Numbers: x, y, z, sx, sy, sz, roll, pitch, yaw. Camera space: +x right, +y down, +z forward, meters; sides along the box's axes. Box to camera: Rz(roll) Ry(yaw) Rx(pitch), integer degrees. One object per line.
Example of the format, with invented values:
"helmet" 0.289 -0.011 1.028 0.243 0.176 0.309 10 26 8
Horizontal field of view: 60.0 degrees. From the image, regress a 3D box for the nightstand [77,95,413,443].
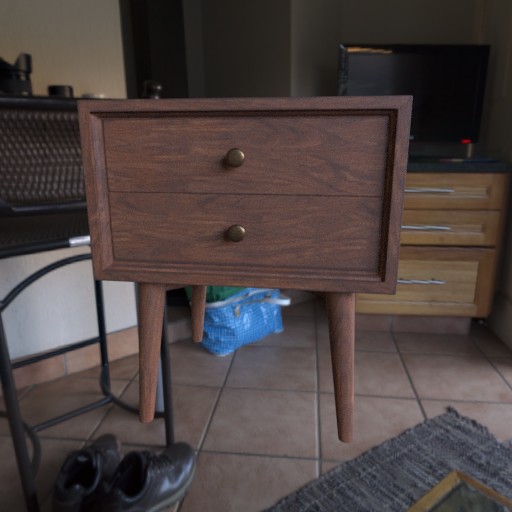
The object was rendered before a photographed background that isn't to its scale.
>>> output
"nightstand" 0.000 0.000 0.953 0.521 0.607 0.445 2 15 8
